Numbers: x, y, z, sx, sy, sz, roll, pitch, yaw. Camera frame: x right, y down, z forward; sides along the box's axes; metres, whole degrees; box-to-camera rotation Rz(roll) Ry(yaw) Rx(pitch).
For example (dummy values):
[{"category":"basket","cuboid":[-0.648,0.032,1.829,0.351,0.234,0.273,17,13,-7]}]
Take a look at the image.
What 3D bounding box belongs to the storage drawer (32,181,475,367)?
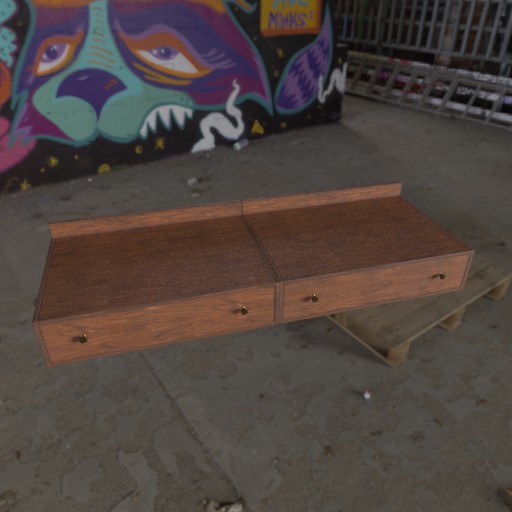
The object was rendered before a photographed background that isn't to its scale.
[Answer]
[{"category":"storage drawer","cuboid":[0.000,0.000,2.193,1.914,0.339,0.774,-8,33,-13]}]
